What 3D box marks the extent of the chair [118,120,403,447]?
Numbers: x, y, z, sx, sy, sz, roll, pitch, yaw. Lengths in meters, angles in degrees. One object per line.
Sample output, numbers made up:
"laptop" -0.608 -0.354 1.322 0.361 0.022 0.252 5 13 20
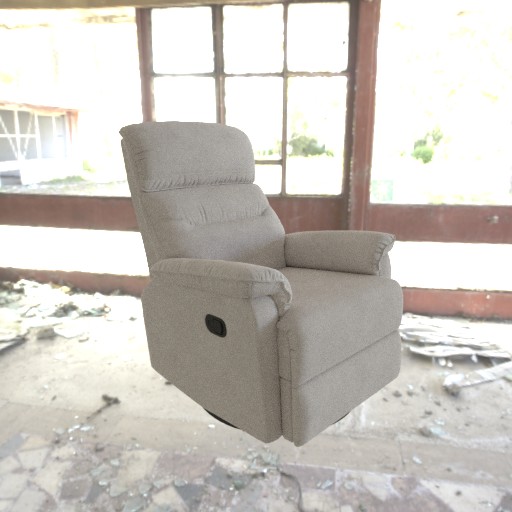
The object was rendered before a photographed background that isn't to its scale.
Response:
"chair" 0.000 0.000 1.735 0.820 1.039 1.001 -14 20 -43
